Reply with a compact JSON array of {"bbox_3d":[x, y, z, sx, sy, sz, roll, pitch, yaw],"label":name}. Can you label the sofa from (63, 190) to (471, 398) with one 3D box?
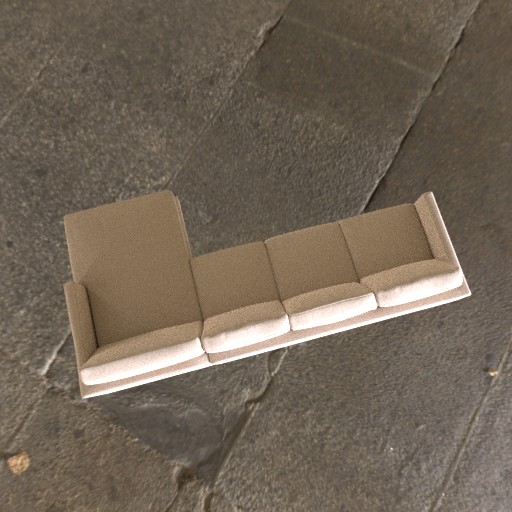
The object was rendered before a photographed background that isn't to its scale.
[{"bbox_3d":[0.000,0.000,3.886,3.186,0.861,1.625,-14,77,-3],"label":"sofa"}]
